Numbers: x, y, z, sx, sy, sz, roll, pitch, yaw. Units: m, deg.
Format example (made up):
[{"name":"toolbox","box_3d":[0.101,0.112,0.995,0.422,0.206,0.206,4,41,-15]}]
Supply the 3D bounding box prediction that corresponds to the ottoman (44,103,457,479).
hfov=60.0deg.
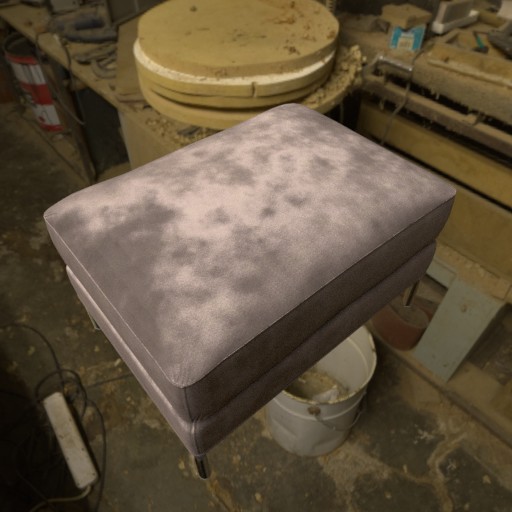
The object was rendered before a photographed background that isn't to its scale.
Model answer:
[{"name":"ottoman","box_3d":[0.000,0.000,1.031,0.719,0.456,0.520,-32,54,-26]}]
